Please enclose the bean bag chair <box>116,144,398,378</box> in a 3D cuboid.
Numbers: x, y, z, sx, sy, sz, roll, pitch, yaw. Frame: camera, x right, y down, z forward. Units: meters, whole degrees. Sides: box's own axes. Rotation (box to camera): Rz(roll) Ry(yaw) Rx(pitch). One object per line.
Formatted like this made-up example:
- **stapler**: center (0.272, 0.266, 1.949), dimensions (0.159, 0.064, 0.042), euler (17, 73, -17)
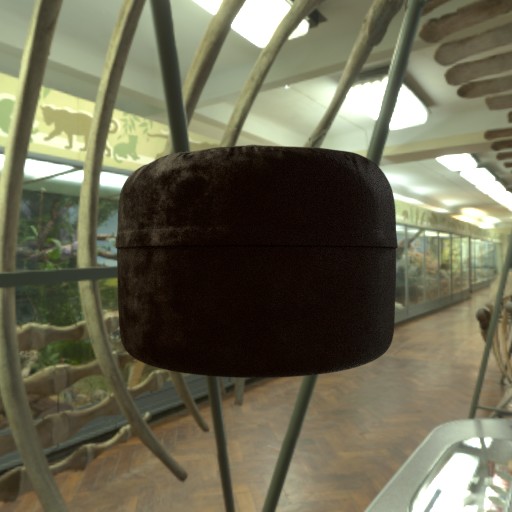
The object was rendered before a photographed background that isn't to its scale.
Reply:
- **bean bag chair**: center (0.000, 0.000, 1.511), dimensions (0.918, 0.616, 0.918), euler (0, 0, 0)
